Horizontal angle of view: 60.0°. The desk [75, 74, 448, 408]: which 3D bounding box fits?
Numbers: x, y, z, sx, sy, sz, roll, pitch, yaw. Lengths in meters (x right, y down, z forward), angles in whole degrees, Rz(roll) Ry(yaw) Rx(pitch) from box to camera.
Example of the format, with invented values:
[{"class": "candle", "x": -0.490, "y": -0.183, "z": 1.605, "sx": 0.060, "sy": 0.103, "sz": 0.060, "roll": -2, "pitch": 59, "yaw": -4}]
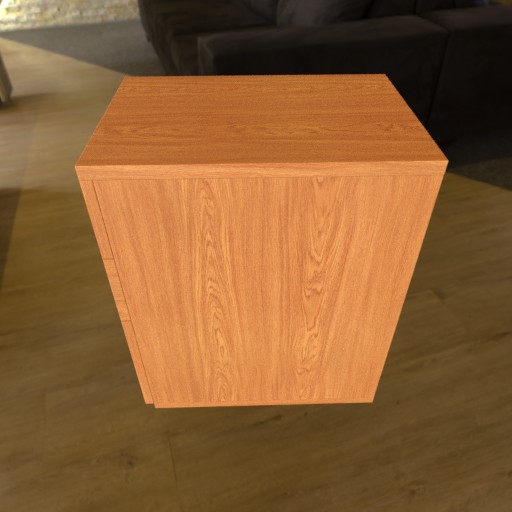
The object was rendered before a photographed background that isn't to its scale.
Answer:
[{"class": "desk", "x": 0.000, "y": 0.000, "z": 1.087, "sx": 0.600, "sy": 0.730, "sz": 0.404, "roll": -1, "pitch": 41, "yaw": -1}]
